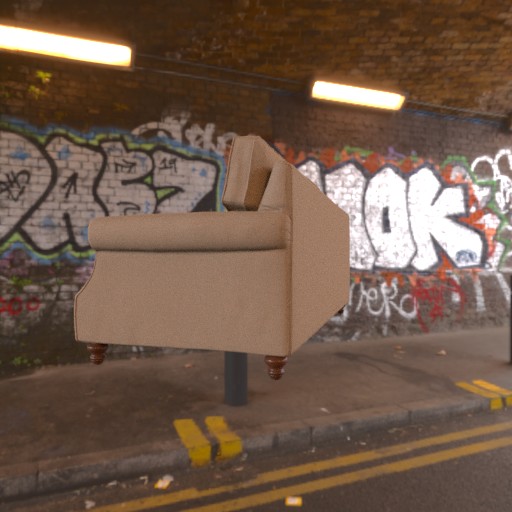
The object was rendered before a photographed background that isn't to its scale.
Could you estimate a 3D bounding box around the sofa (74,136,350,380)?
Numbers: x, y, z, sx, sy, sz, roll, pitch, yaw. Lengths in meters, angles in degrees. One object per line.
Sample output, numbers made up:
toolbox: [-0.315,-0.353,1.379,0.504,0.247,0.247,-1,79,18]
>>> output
sofa: [0.000,0.000,2.793,0.966,0.948,2.354,0,0,18]
